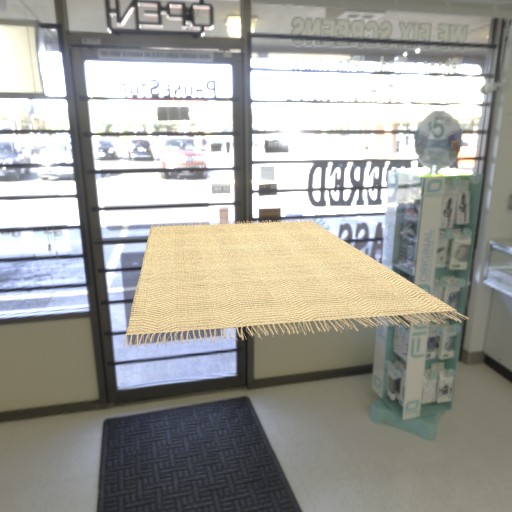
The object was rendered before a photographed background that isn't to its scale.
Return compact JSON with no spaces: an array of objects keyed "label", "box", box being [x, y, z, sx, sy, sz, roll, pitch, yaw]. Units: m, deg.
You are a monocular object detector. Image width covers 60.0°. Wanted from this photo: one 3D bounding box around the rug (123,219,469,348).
[{"label":"rug","box":[0.000,0.000,3.065,1.528,0.034,2.523,-3,16,-10]}]
